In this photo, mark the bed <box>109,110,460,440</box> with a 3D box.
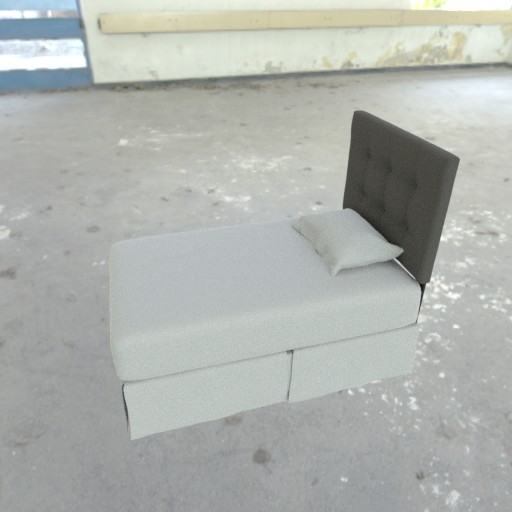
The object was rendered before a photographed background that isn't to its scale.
[{"bbox_3d":[0.000,0.000,3.008,1.997,1.571,1.261,-8,32,-13],"label":"bed"}]
